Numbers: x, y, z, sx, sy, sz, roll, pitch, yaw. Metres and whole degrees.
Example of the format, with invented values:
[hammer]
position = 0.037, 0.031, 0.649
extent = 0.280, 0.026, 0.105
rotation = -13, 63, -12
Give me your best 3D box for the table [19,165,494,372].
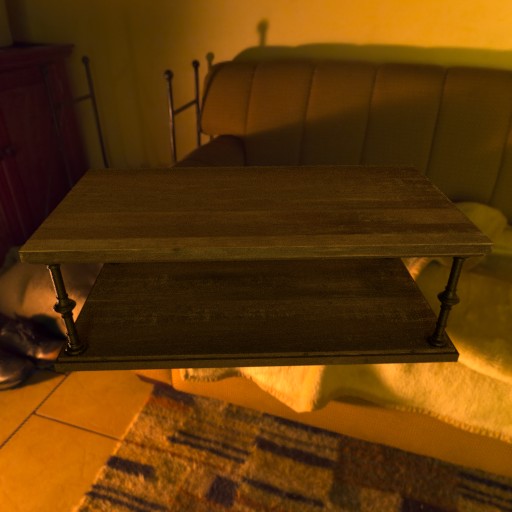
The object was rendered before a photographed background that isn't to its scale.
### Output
[table]
position = 0.000, 0.000, 1.346
extent = 1.088, 0.373, 0.554
rotation = -1, 30, -2
